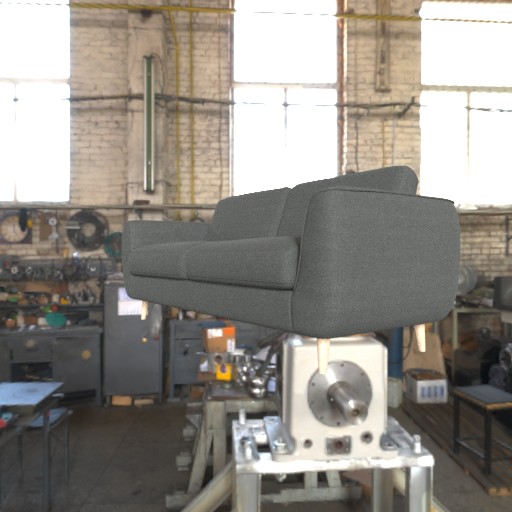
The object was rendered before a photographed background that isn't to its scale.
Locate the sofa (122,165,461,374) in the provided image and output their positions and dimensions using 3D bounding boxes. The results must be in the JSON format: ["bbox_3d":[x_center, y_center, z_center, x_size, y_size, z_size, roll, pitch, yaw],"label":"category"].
[{"bbox_3d":[0.000,0.000,2.477,0.920,0.850,2.000,0,0,-36],"label":"sofa"}]
